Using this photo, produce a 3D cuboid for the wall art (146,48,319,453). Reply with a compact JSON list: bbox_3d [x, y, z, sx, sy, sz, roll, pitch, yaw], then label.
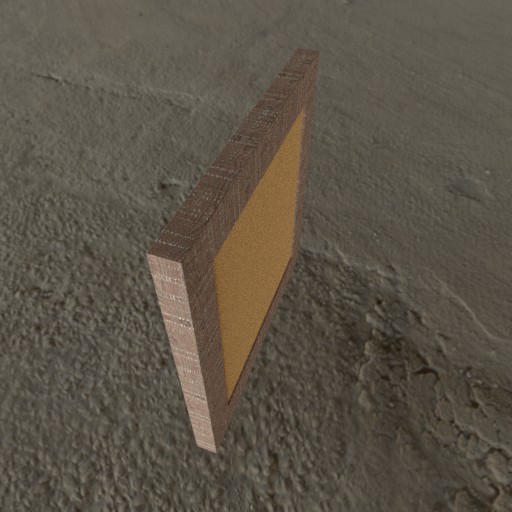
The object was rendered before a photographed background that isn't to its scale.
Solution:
[{"bbox_3d":[0.000,0.000,0.806,0.040,0.531,0.531,15,49,14],"label":"wall art"}]
